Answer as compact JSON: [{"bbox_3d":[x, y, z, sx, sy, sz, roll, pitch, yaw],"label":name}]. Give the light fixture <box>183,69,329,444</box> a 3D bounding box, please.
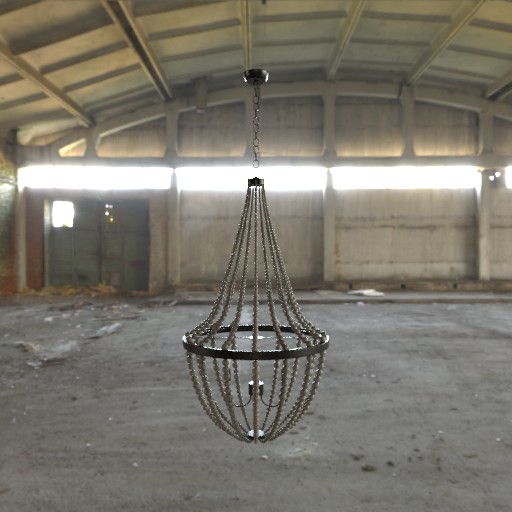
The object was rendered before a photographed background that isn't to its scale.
[{"bbox_3d":[0.000,0.000,1.380,0.450,1.133,0.450,0,0,0],"label":"light fixture"}]
